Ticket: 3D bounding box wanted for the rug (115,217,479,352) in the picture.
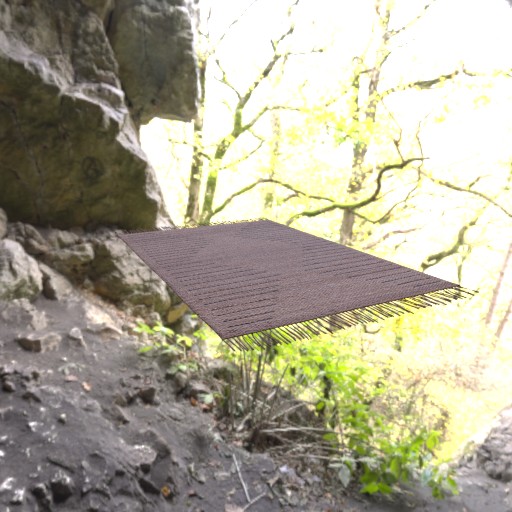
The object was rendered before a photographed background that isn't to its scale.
[{"bbox_3d":[0.000,0.000,2.590,1.224,0.027,2.085,-8,18,-27],"label":"rug"}]
